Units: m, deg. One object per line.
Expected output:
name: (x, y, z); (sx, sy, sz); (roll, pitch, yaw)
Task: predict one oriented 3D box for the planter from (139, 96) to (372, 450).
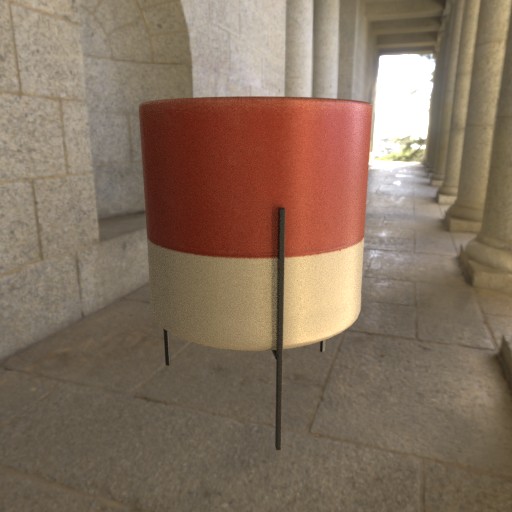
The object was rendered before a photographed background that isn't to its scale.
planter: (0.000, 0.000, 0.723); (0.345, 0.465, 0.354); (-3, 15, -10)
